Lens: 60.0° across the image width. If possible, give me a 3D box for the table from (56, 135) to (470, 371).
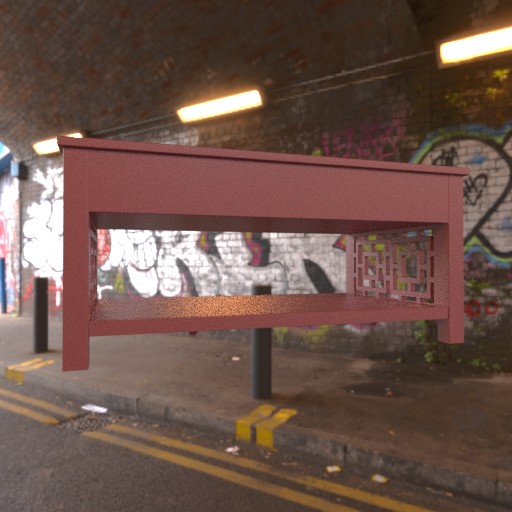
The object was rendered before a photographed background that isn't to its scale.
[{"bbox_3d":[0.000,0.000,1.373,1.068,0.493,0.612,0,-1,-18],"label":"table"}]
